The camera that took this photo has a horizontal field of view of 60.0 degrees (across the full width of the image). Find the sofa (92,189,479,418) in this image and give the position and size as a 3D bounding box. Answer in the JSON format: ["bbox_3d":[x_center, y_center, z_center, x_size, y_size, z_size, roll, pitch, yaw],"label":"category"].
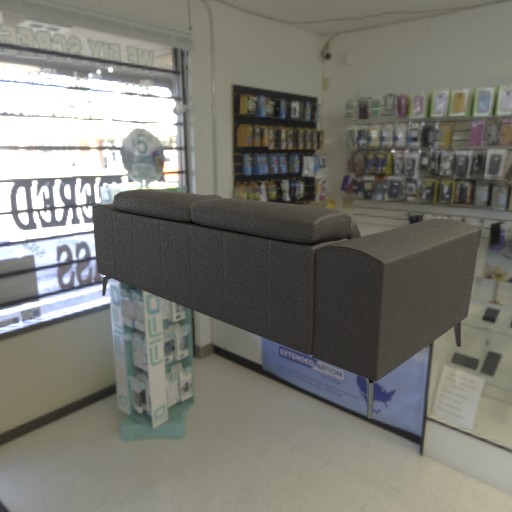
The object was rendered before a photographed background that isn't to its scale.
[{"bbox_3d":[0.000,0.000,2.809,2.330,0.814,1.048,13,18,43],"label":"sofa"}]
